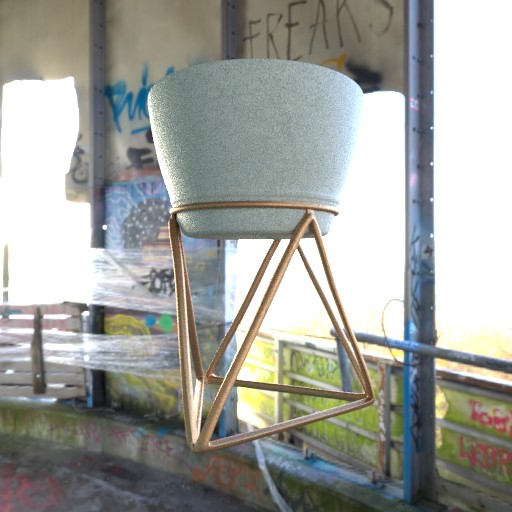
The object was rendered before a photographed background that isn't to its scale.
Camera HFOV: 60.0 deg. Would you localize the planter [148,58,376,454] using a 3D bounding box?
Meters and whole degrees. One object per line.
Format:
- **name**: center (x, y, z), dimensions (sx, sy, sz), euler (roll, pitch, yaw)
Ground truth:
- **planter**: center (0.000, 0.000, 0.738), dimensions (0.350, 0.504, 0.350), euler (0, 0, -36)
